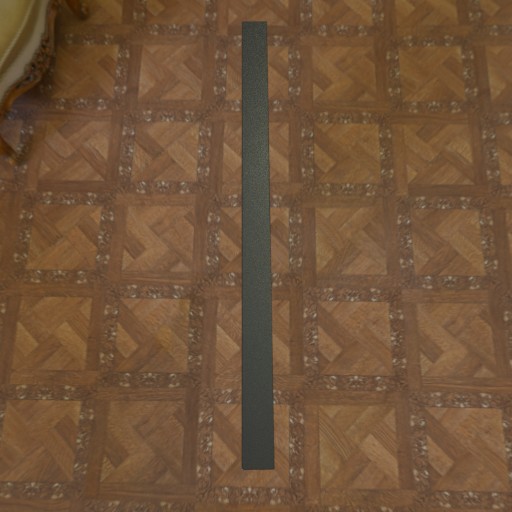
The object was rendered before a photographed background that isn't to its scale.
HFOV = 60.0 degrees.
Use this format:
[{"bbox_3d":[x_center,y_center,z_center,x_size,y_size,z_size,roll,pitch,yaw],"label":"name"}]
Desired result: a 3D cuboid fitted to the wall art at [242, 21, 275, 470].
[{"bbox_3d":[0.000,0.000,1.200,0.058,0.640,0.939,0,75,0],"label":"wall art"}]
